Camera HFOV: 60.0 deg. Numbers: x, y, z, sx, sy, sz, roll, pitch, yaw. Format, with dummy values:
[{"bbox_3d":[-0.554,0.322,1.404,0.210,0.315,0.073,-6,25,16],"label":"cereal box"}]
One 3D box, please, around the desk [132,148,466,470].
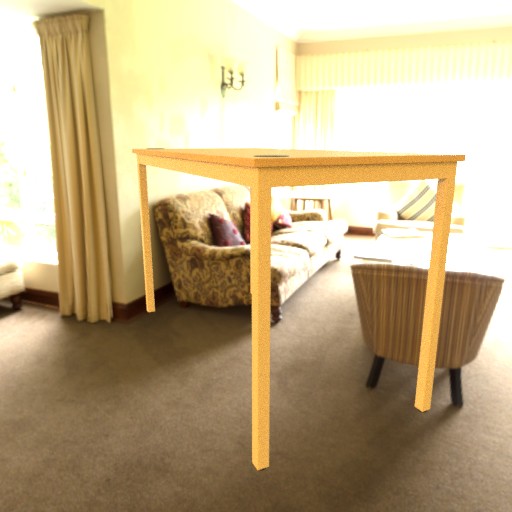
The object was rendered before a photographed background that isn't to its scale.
[{"bbox_3d":[0.000,0.000,1.612,0.600,0.750,1.200,-7,16,-25],"label":"desk"}]
